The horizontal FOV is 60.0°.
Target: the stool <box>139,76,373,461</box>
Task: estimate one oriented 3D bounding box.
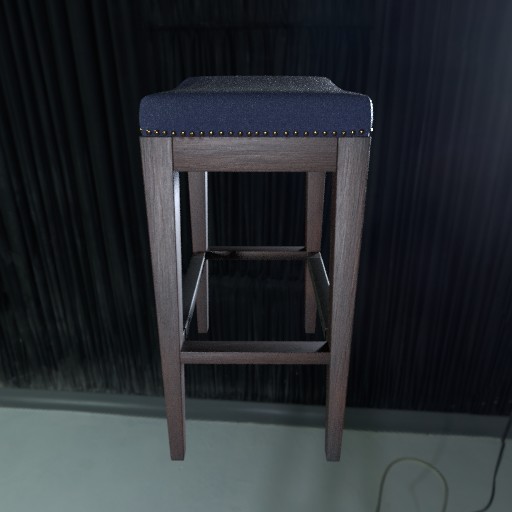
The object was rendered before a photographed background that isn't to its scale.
[{"bbox_3d":[0.000,0.000,1.009,0.358,0.740,0.498,0,25,0],"label":"stool"}]
